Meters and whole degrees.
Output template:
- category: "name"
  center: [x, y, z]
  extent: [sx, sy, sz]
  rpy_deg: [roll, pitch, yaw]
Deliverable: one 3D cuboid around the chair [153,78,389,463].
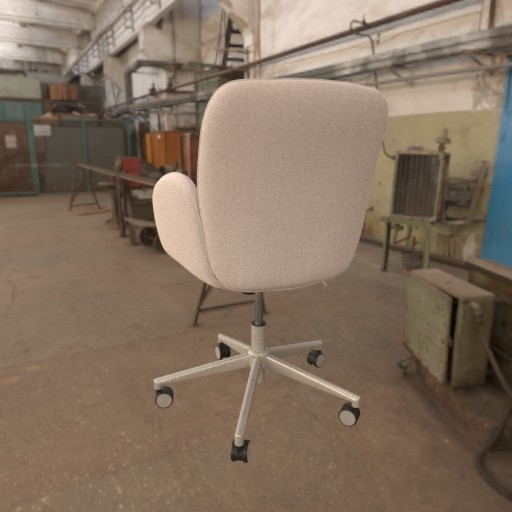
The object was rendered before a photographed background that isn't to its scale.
- category: "chair"
  center: [0.000, 0.000, 1.374]
  extent: [0.648, 0.959, 0.633]
  rpy_deg: [-7, 16, -26]
